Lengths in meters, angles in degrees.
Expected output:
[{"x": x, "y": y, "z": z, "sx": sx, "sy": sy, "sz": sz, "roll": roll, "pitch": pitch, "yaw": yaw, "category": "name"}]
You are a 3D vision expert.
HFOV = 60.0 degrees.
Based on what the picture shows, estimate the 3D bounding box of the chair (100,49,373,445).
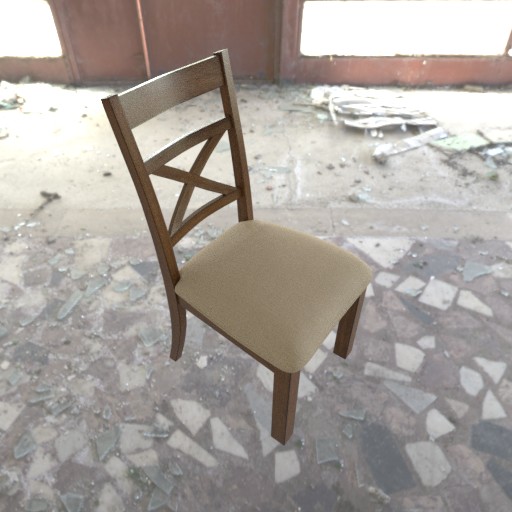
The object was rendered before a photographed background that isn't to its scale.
[{"x": 0.000, "y": 0.000, "z": 1.287, "sx": 0.581, "sy": 0.949, "sz": 0.461, "roll": 27, "pitch": 48, "yaw": 26, "category": "chair"}]
